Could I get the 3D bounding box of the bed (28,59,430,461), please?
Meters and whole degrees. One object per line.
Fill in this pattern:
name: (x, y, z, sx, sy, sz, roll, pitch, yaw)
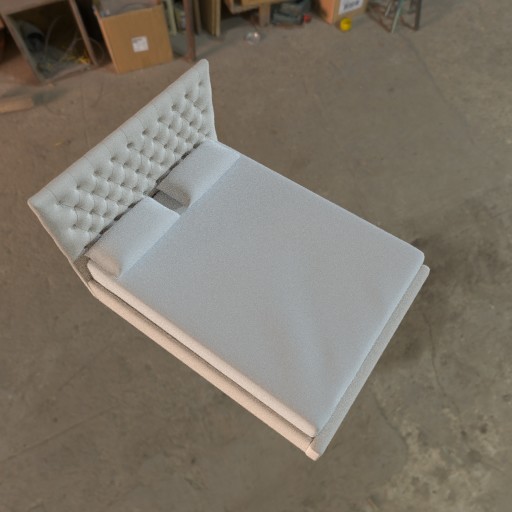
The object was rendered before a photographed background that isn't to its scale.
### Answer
bed: (0.000, 0.000, 3.275, 2.233, 1.426, 1.696, 32, 64, 17)
